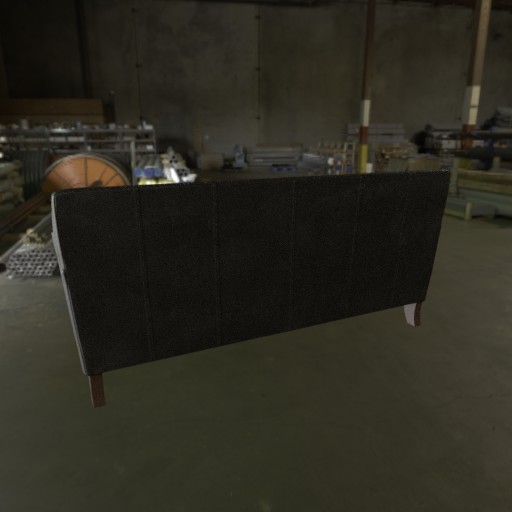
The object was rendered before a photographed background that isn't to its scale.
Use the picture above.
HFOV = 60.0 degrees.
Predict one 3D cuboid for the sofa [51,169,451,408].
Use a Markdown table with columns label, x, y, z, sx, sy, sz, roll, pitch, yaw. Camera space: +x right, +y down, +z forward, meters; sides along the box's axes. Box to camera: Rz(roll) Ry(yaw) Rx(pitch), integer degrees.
| label | x | y | z | sx | sy | sz | roll | pitch | yaw |
| --- | --- | --- | --- | --- | --- | --- | --- | --- | --- |
| sofa | 0.000 | 0.000 | 2.499 | 2.053 | 0.947 | 0.805 | -8 | 17 | -25 |
